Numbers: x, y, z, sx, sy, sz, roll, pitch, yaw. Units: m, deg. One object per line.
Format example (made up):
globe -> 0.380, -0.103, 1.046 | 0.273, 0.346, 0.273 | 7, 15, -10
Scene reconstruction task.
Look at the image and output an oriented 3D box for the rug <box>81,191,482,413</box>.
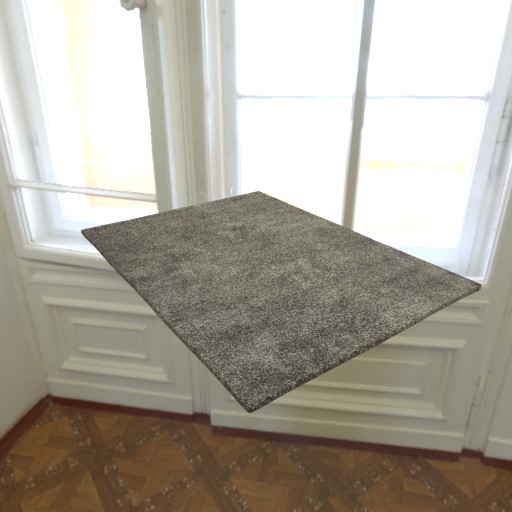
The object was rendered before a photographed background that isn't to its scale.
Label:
rug -> 0.000, 0.000, 2.140 | 1.198, 0.025, 1.601 | -17, 31, -32
